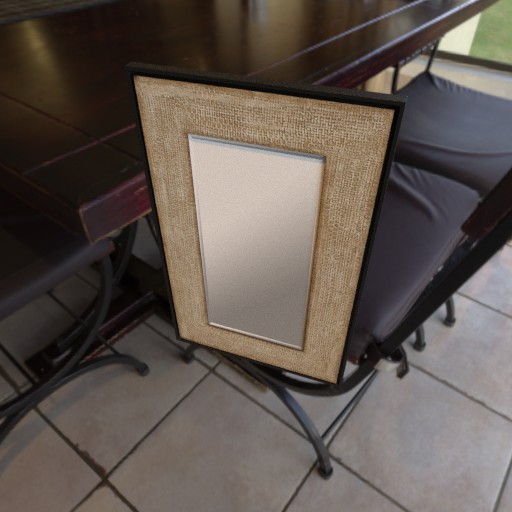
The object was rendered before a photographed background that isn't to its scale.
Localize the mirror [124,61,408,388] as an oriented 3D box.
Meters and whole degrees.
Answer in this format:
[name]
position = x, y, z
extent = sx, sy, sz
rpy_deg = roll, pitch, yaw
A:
[mirror]
position = 0.000, 0.000, 1.554
extent = 0.762, 1.219, 0.038
rpy_deg = 13, 43, 14
